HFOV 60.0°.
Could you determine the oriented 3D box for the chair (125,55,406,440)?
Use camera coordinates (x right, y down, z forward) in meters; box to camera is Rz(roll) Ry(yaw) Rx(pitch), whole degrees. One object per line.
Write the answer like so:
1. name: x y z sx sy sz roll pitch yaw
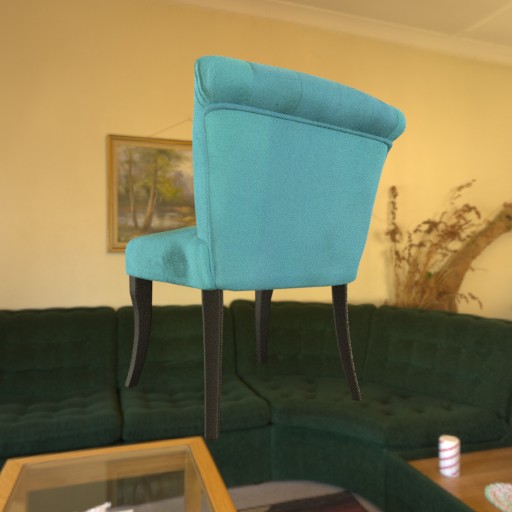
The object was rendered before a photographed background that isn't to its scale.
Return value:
1. chair: 0.000 0.000 1.158 0.582 0.750 0.605 0 0 -35
